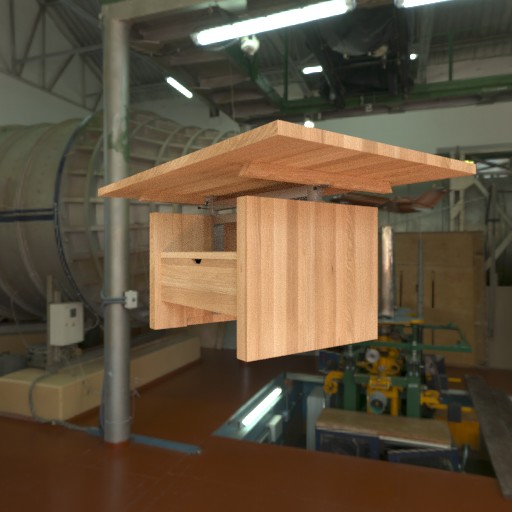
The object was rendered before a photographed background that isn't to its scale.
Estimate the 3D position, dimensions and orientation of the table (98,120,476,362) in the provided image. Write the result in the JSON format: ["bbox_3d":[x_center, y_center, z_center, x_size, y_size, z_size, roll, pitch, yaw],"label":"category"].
[{"bbox_3d":[0.000,0.000,1.462,0.700,0.510,1.100,0,1,-36],"label":"table"}]
